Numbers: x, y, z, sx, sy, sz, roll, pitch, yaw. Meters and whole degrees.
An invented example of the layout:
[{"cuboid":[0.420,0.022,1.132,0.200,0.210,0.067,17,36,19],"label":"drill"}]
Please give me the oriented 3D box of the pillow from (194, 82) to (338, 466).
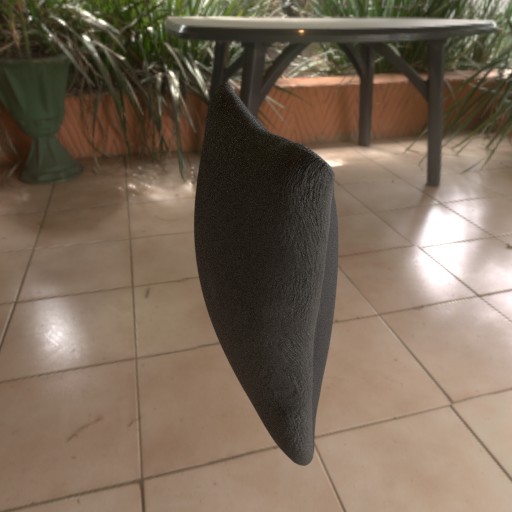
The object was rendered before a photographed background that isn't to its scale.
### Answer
[{"cuboid":[0.000,0.000,0.805,0.210,0.523,0.533,-8,31,-14],"label":"pillow"}]
